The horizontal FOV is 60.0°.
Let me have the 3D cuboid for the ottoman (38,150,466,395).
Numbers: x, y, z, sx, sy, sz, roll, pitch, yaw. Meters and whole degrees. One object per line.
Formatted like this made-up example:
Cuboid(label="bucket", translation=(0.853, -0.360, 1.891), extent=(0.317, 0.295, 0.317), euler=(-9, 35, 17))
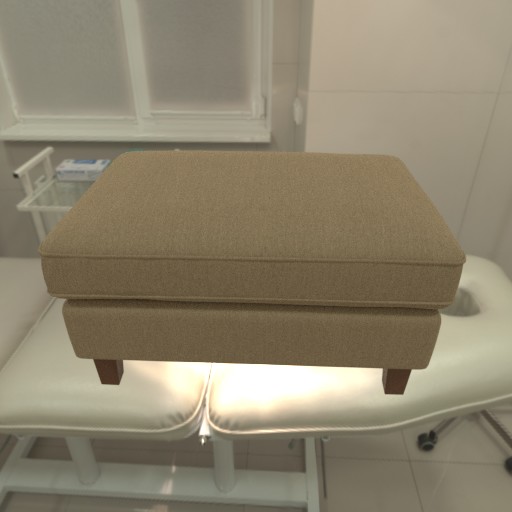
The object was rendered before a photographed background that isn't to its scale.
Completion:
Cuboid(label="ottoman", translation=(0.000, 0.000, 1.294), extent=(0.945, 0.521, 0.636), euler=(1, 33, 2))
